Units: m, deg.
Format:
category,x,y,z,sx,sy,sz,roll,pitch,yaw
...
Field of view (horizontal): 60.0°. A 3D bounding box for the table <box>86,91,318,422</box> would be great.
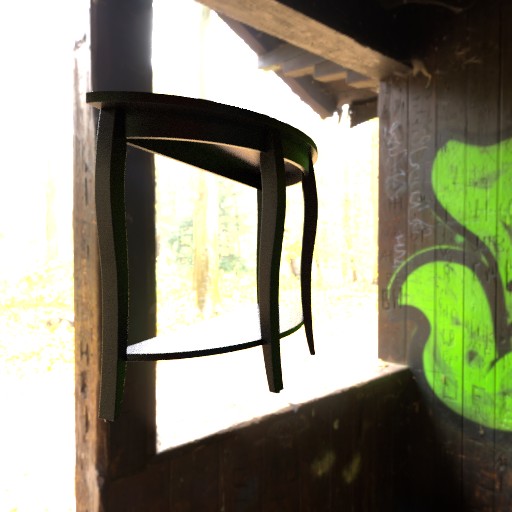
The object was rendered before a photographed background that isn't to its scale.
category,x,y,z,sx,sy,sz,roll,pitch,yaw
table,0.000,0.000,1.542,0.394,0.780,1.219,0,1,20
